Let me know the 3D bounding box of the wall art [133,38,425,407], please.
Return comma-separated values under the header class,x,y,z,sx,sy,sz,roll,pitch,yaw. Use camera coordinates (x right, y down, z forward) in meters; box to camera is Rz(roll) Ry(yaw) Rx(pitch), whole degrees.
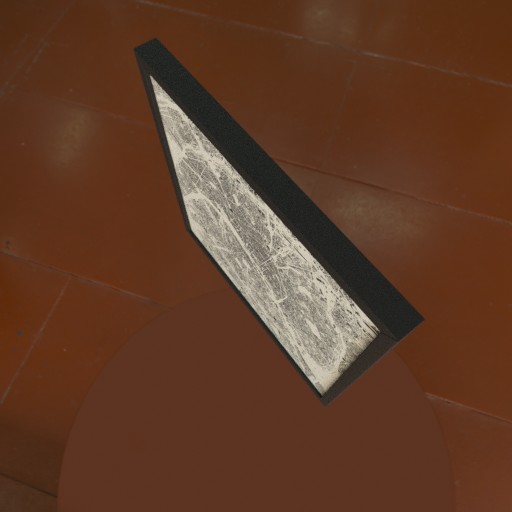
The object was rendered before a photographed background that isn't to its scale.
class,x,y,z,sx,sy,sz,roll,pitch,yaw
wall art,0.000,0.000,0.749,0.037,0.508,0.508,-34,69,-15
